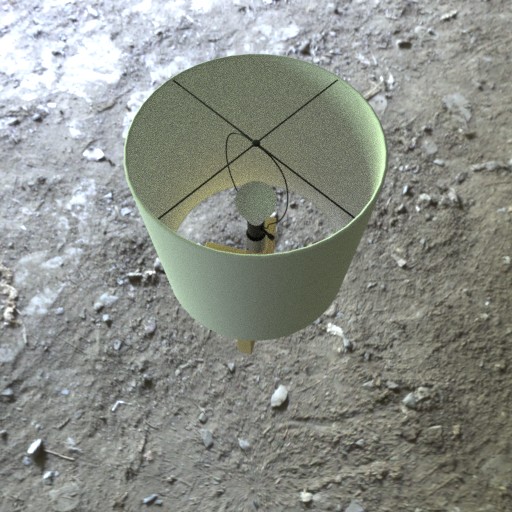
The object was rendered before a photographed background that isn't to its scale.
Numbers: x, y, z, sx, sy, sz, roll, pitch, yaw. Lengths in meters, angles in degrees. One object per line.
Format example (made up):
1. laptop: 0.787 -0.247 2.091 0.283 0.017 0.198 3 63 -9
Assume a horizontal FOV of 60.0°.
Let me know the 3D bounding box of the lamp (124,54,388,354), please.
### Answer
1. lamp: 0.000 0.000 0.573 0.229 0.428 0.229 13 63 7
